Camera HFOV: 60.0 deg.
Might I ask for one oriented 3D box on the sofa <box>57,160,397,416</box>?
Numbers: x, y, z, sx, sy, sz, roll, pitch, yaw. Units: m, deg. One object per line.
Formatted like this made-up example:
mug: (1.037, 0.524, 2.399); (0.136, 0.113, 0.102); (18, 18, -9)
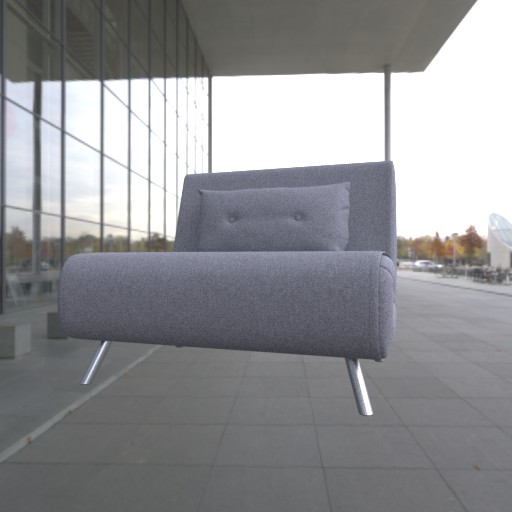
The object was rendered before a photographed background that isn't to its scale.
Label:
sofa: (0.000, 0.000, 1.686); (1.020, 0.825, 1.000); (0, 0, 19)
